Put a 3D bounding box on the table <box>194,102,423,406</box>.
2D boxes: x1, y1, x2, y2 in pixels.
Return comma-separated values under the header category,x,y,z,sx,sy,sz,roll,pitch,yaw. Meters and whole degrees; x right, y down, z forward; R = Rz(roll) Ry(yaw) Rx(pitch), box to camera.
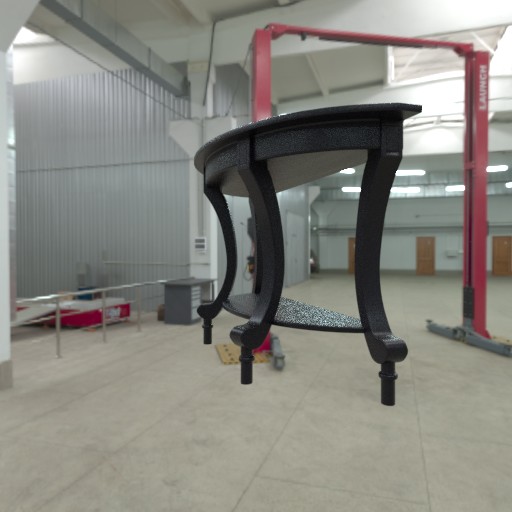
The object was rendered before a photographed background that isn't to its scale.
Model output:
category,x,y,z,sx,sy,sz,roll,pitch,yaw
table,0.000,0.000,1.503,0.394,0.692,1.198,0,1,-18
